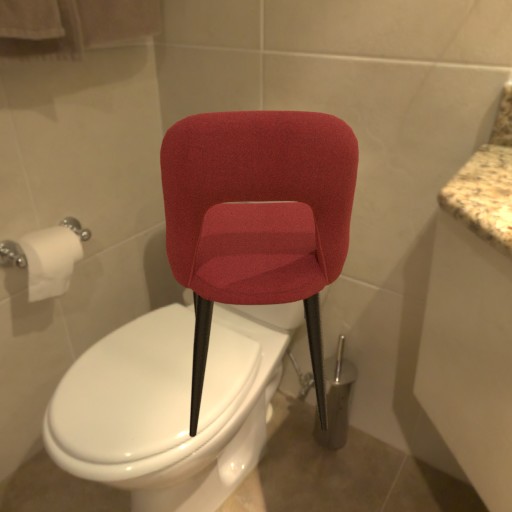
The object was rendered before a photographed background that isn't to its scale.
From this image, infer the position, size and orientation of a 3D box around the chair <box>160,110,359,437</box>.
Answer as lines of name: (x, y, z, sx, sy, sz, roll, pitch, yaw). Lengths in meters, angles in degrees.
chair: (0.000, 0.000, 1.236, 0.483, 0.892, 0.569, -1, 30, -2)
